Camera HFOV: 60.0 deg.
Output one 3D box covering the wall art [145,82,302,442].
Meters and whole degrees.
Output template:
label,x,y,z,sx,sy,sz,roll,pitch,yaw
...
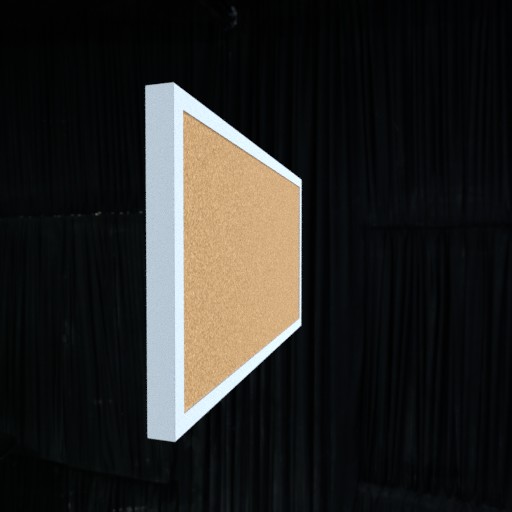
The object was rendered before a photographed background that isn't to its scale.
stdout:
label,x,y,z,sx,sy,sz,roll,pitch,yaw
wall art,0.000,0.000,0.925,0.038,0.431,0.812,0,1,17
